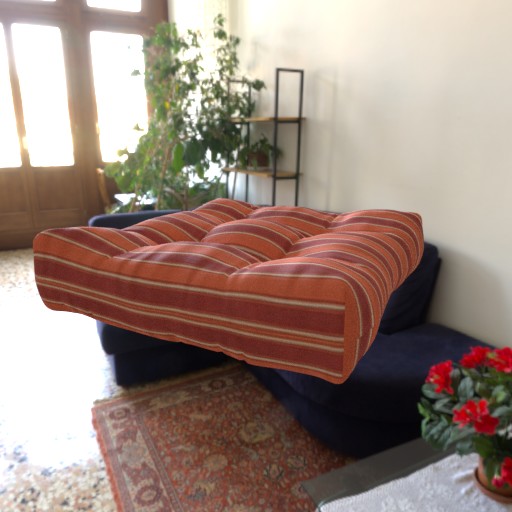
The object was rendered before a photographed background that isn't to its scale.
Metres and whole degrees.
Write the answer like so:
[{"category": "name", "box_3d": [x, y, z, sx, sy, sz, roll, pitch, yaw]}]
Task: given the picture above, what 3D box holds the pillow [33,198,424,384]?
[{"category": "pillow", "box_3d": [0.000, 0.000, 0.719, 0.468, 0.133, 0.490, 8, 17, 26]}]
